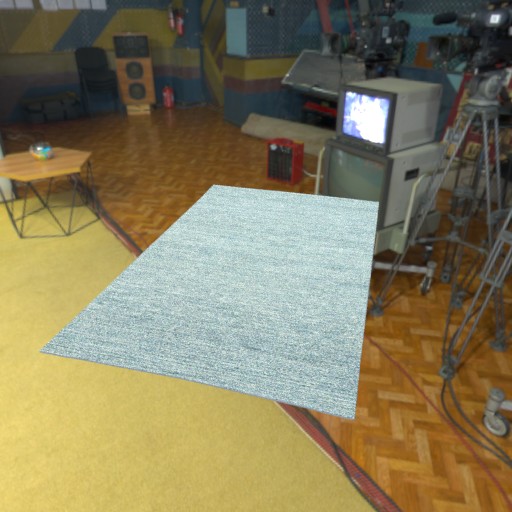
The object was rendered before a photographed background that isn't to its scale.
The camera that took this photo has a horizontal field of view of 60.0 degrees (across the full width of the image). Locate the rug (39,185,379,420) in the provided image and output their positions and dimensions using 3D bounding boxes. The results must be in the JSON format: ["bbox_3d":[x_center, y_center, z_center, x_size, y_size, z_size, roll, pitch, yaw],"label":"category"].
[{"bbox_3d":[0.000,0.000,2.303,1.174,0.022,1.853,8,30,14],"label":"rug"}]
